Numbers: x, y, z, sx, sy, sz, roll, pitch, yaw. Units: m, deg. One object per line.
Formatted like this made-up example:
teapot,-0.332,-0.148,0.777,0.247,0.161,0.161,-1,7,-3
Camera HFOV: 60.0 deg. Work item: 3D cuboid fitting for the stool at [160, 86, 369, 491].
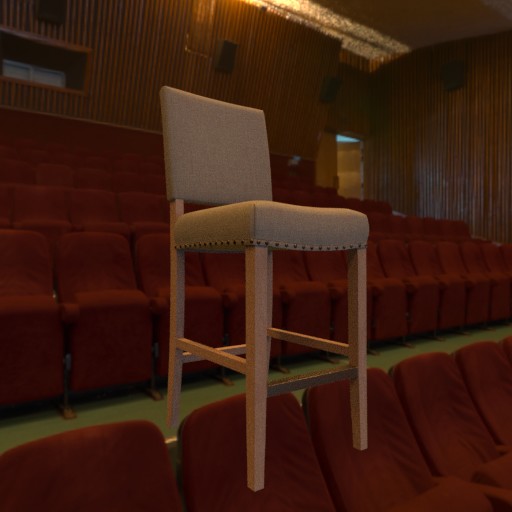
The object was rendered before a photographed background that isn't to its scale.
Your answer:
stool,0.000,0.000,1.452,0.445,1.173,0.585,0,-1,-36
